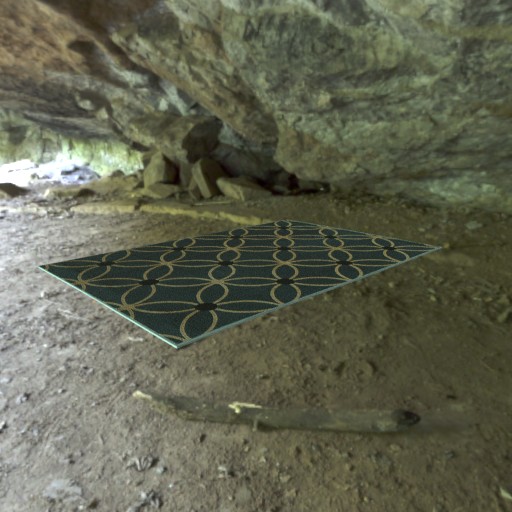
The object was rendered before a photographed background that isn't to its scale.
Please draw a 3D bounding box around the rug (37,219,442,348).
[{"bbox_3d":[0.000,0.000,2.965,2.284,0.008,1.522,-14,20,-42],"label":"rug"}]
